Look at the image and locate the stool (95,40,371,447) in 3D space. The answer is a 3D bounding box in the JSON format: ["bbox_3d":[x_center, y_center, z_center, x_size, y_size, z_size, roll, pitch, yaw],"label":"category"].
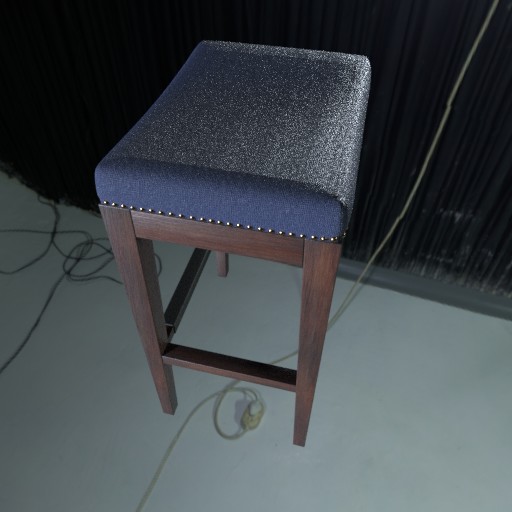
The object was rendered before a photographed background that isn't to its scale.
[{"bbox_3d":[0.000,0.000,0.987,0.358,0.740,0.498,10,47,9],"label":"stool"}]
